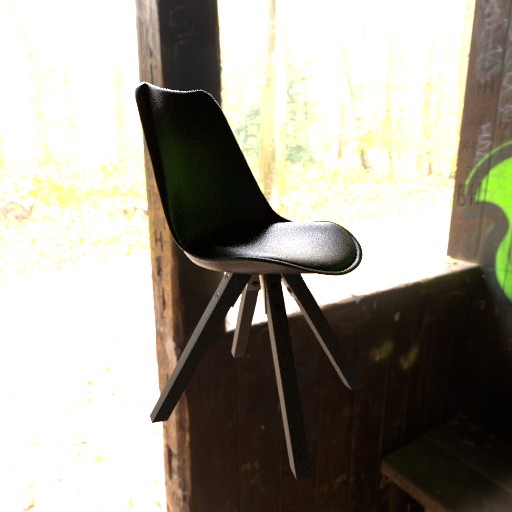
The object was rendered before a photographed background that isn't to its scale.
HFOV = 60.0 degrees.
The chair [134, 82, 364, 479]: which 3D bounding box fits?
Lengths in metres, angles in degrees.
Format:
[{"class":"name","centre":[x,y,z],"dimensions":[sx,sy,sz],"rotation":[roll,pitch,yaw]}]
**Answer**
[{"class":"chair","centre":[0.000,0.000,1.151],"dimensions":[0.530,0.850,0.485],"rotation":[8,17,28]}]
